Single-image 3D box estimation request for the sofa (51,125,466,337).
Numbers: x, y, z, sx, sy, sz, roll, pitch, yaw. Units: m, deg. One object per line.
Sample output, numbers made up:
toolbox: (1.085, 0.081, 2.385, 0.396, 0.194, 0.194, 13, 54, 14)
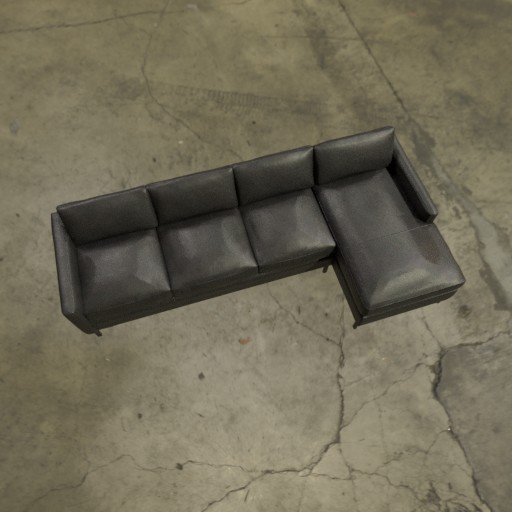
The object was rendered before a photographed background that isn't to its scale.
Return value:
sofa: (0.000, 0.000, 3.584, 2.993, 0.859, 1.471, -15, 64, -8)
